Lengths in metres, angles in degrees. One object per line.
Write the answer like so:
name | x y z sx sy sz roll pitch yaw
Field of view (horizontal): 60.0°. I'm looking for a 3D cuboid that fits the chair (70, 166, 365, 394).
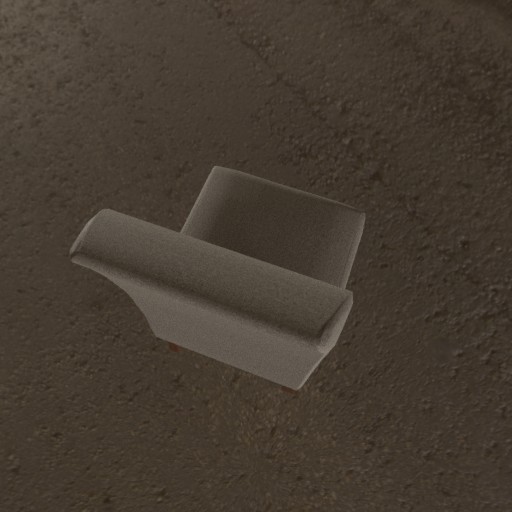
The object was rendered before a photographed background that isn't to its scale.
chair | 0.000 0.000 1.165 0.513 0.804 0.592 18 65 8
